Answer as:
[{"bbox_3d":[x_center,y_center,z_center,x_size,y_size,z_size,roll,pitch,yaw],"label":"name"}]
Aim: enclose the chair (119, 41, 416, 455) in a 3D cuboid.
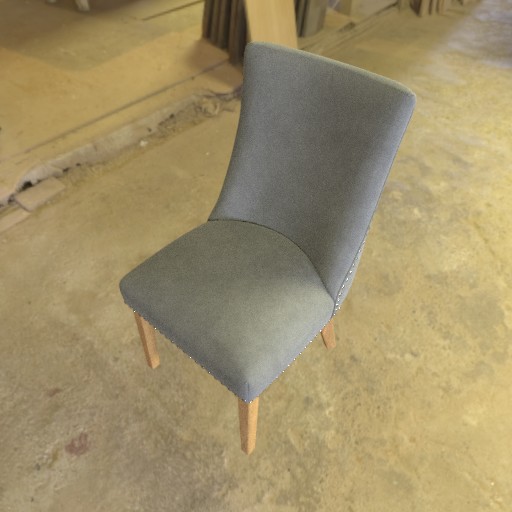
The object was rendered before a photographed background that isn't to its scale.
[{"bbox_3d":[0.000,0.000,1.218,0.495,0.902,0.610,32,53,28],"label":"chair"}]
